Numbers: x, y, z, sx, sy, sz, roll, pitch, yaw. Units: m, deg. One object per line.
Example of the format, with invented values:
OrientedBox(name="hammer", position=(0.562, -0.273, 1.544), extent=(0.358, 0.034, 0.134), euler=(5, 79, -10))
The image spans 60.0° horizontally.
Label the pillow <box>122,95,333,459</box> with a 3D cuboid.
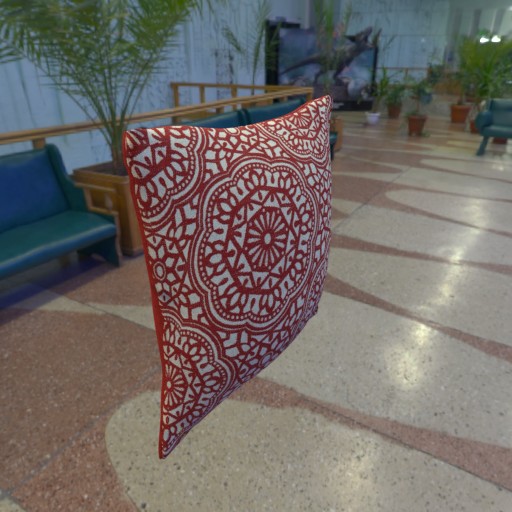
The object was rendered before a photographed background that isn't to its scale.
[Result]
OrientedBox(name="pillow", position=(0.000, 0.000, 0.654), extent=(0.162, 0.419, 0.438), euler=(16, 29, 31))
